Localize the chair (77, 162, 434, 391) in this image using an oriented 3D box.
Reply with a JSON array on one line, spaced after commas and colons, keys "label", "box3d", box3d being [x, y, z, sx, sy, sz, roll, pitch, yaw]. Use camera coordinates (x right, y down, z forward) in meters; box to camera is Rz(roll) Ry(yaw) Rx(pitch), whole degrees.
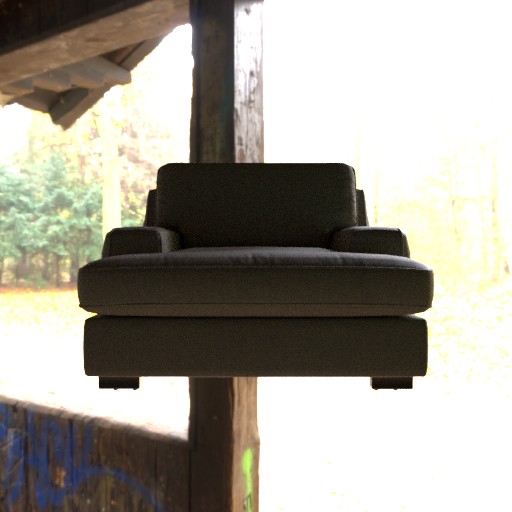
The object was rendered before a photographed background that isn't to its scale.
[{"label": "chair", "box3d": [0.000, 0.000, 2.005, 1.270, 0.974, 1.043, 0, 0, 0]}]
